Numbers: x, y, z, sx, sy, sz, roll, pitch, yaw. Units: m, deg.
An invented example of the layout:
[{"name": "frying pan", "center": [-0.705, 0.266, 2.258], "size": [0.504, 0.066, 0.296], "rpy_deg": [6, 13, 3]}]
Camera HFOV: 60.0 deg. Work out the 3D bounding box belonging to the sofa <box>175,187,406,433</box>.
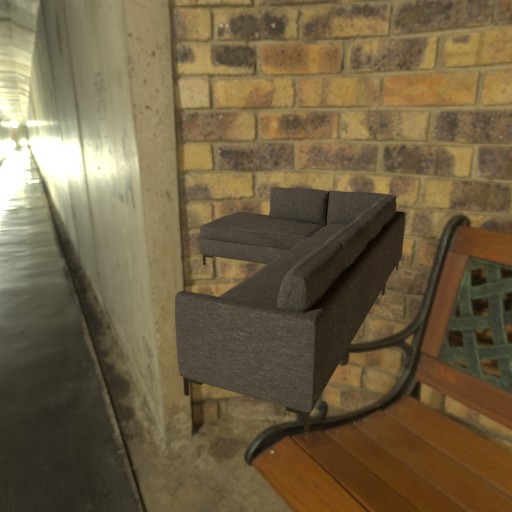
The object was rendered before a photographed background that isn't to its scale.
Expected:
[{"name": "sofa", "center": [0.000, 0.000, 3.738], "size": [2.007, 0.815, 2.949], "rpy_deg": [8, 18, 25]}]
